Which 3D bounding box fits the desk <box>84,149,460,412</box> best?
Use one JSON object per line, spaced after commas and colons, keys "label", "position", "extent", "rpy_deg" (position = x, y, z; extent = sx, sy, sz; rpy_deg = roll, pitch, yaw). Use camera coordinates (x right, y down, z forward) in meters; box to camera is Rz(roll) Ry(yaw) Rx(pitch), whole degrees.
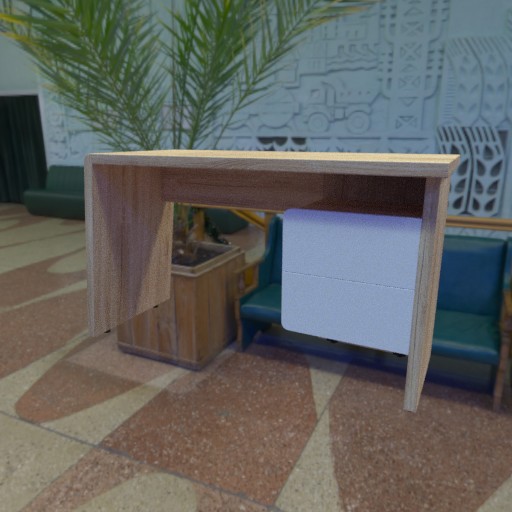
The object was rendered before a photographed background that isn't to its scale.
{"label": "desk", "position": [0.000, 0.000, 1.668], "extent": [1.300, 0.750, 0.500], "rpy_deg": [8, 17, 26]}
